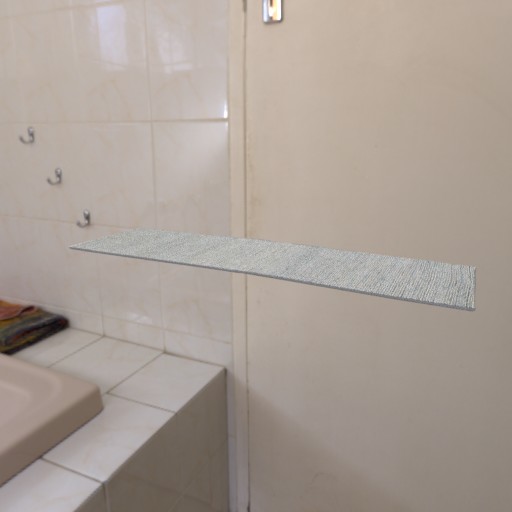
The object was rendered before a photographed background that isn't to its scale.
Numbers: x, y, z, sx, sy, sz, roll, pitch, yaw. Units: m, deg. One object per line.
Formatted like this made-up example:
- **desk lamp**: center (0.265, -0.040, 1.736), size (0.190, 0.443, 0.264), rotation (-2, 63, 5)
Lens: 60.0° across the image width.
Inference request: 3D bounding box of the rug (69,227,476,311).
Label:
- **rug**: center (0.000, 0.000, 2.602), size (2.341, 0.037, 0.675), rotation (8, 17, 26)
